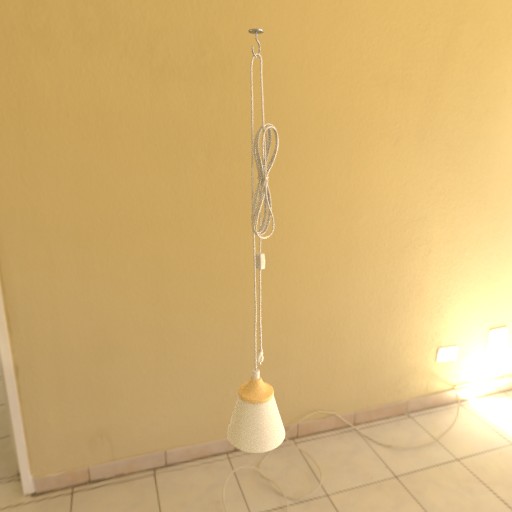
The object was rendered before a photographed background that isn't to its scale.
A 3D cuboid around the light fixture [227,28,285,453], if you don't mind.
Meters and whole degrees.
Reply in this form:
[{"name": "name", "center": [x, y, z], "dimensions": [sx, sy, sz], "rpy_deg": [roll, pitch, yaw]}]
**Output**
[{"name": "light fixture", "center": [0.000, 0.000, 1.042], "dimensions": [0.153, 0.966, 0.153], "rpy_deg": [-8, 17, -27]}]
